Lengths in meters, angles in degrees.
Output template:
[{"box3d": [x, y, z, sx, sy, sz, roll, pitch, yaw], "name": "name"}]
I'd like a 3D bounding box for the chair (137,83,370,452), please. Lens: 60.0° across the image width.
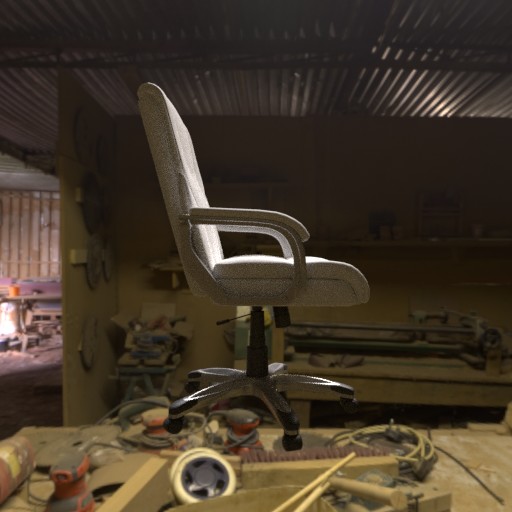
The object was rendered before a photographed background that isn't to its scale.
[{"box3d": [0.000, 0.000, 1.595, 0.738, 1.120, 0.687, 0, 1, 1], "name": "chair"}]
